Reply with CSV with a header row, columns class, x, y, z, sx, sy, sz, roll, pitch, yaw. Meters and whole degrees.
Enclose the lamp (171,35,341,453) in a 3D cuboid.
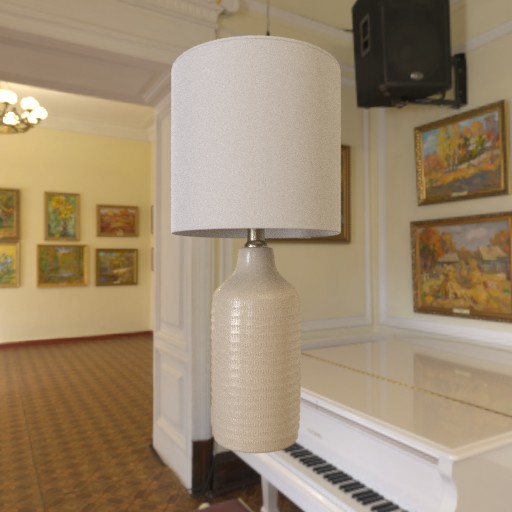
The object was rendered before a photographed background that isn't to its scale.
class,x,y,z,sx,sy,sz,roll,pitch,yaw
lamp,0.000,0.000,0.586,0.220,0.475,0.220,0,-1,-18
